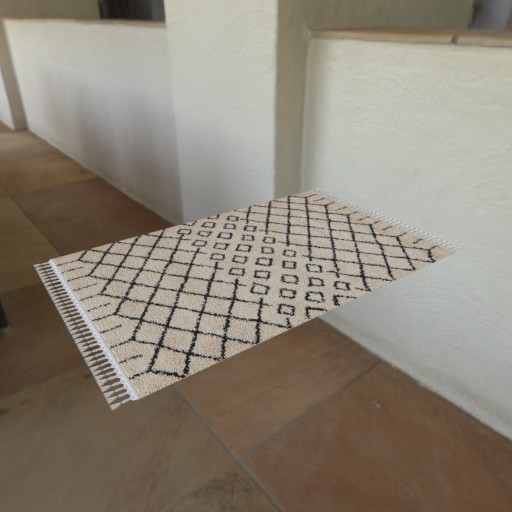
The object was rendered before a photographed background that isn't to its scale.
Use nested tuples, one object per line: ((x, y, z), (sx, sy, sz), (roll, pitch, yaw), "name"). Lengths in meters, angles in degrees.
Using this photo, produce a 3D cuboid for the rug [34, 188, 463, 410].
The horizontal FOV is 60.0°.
((0.000, 0.000, 2.395), (2.006, 0.008, 1.196), (-19, 34, -31), "rug")
